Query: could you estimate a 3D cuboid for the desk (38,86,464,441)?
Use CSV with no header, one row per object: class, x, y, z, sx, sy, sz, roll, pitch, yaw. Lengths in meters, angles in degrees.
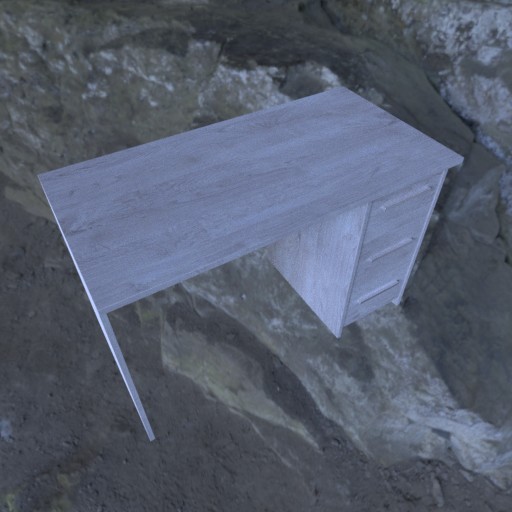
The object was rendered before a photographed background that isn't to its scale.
desk,0.000,0.000,1.536,1.097,0.735,0.560,-23,50,-21
